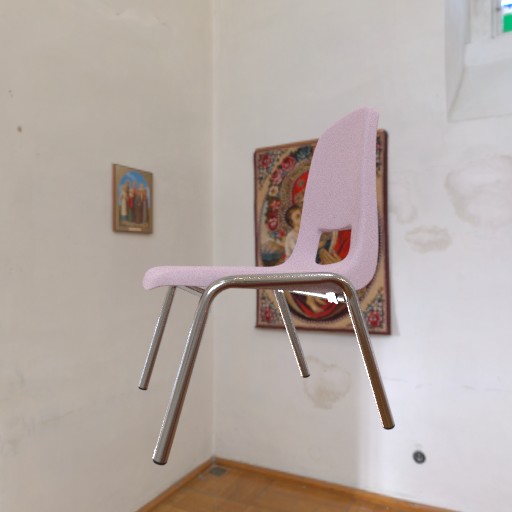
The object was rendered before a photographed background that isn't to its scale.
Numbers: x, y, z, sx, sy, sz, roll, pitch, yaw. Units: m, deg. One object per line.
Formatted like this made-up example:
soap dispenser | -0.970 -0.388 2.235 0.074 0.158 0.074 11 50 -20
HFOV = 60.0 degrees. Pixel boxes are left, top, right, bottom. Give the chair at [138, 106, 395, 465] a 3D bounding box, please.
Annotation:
chair | 0.000 0.000 0.785 0.385 0.536 0.354 0 0 -18
